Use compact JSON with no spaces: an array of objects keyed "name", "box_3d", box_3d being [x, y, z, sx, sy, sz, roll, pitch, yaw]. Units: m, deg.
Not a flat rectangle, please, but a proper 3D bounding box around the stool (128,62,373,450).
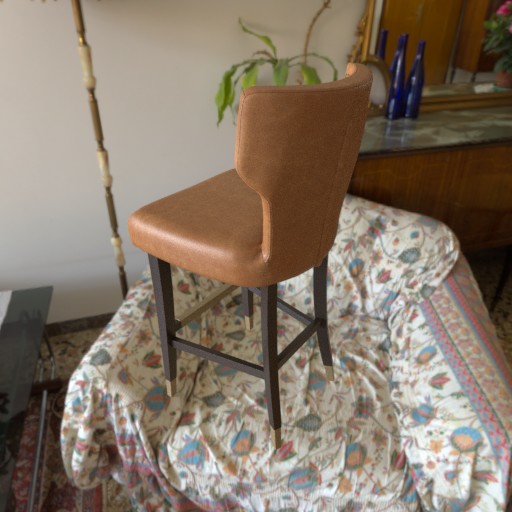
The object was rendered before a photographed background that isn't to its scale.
[{"name":"stool","box_3d":[0.000,0.000,1.380,0.563,1.092,0.526,21,36,31]}]
